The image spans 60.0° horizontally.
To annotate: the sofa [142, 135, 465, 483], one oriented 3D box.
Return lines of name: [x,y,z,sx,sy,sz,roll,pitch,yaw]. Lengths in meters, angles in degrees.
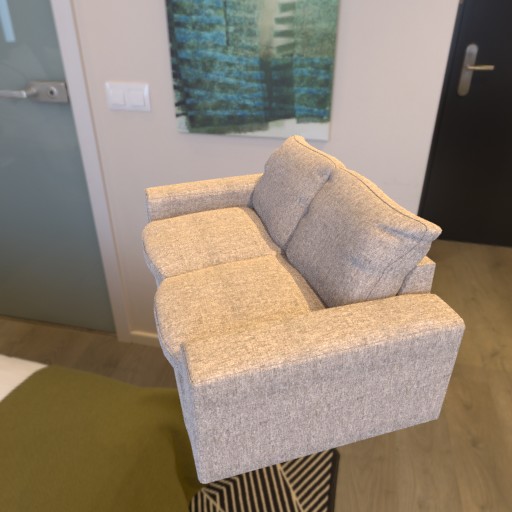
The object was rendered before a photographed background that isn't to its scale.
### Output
sofa: [0.000,0.000,2.271,1.094,0.877,1.758,-9,31,-15]
